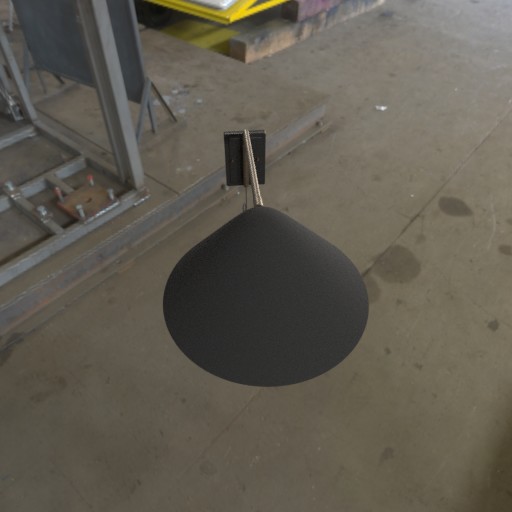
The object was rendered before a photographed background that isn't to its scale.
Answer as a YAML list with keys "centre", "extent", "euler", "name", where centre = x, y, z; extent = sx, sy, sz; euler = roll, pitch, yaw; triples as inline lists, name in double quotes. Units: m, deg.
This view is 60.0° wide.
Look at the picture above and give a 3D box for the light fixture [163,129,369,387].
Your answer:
- centre: [0.000, 0.000, 0.676]
  extent: [0.240, 0.312, 0.516]
  euler: [-3, 46, -3]
  name: "light fixture"
